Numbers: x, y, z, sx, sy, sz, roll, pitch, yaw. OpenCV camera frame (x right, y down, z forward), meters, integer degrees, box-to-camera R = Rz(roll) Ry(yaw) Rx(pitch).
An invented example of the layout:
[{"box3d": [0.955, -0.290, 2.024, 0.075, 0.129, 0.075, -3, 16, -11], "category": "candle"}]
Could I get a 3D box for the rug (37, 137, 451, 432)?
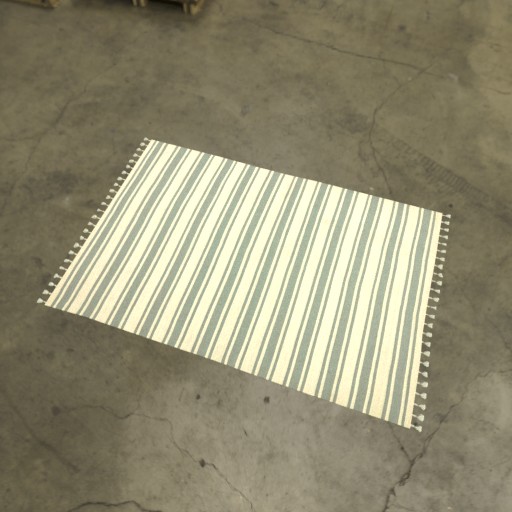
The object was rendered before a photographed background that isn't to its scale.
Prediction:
[{"box3d": [0.000, 0.000, 2.968, 2.410, 0.011, 1.539, 16, 60, 10], "category": "rug"}]
